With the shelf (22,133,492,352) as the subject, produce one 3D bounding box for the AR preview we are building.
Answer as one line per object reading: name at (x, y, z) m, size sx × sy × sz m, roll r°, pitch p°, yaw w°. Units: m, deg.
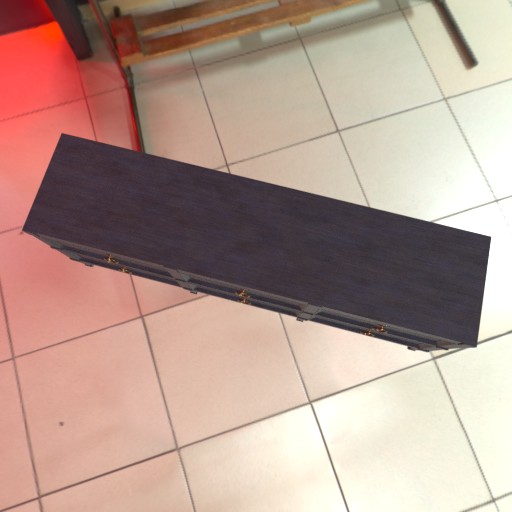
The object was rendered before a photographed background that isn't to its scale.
shelf at (0.000, 0.000, 2.170) m, size 1.878 × 0.715 × 0.471 m, roll 14°, pitch 76°, yaw 4°
